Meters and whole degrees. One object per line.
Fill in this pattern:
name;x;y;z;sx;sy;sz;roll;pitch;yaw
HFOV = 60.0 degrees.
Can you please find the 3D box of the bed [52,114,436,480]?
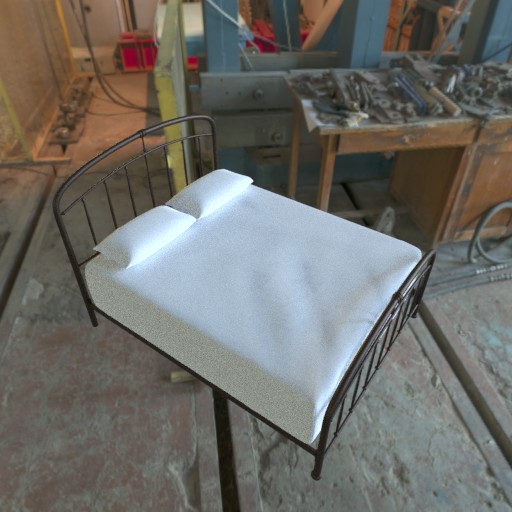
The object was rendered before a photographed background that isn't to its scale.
bed;0.000;0.000;3.286;2.180;1.425;1.711;25;46;27
